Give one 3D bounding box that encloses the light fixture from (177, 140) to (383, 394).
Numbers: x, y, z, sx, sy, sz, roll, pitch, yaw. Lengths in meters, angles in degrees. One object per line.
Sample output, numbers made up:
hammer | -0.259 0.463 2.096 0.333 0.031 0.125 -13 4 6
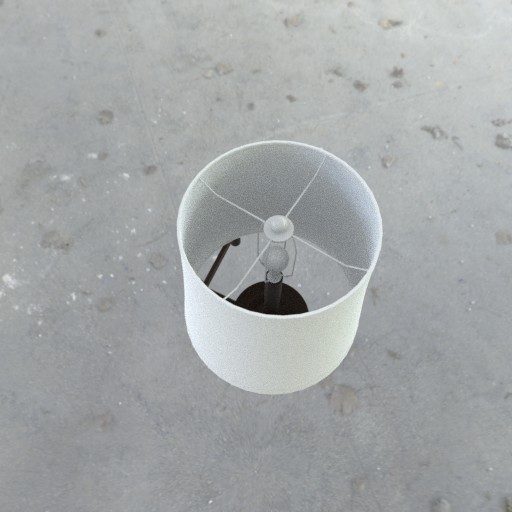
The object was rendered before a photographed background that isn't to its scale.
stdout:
light fixture | 0.000 0.000 0.260 0.100 0.172 0.157 -17 65 -8
